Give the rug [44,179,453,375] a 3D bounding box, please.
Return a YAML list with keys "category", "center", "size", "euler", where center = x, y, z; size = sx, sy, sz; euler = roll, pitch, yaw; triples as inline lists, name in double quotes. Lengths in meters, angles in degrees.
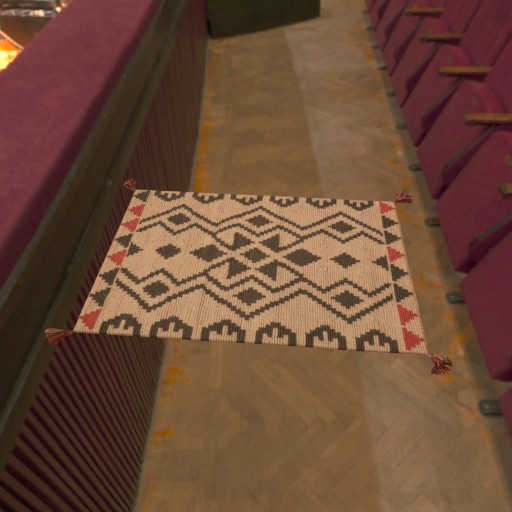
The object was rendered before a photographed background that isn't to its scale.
- category: "rug"
  center: [0.000, 0.000, 2.675]
  size: [2.069, 0.067, 1.444]
  euler: [3, 45, 3]
